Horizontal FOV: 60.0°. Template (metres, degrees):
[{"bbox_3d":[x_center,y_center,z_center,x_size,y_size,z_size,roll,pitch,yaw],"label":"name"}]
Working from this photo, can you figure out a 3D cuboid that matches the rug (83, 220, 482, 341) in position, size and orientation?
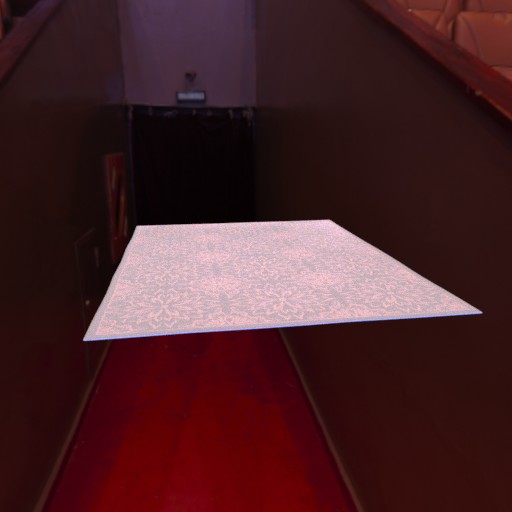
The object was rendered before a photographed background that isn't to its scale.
[{"bbox_3d":[0.000,0.000,3.976,2.363,0.012,2.980,-3,16,-9],"label":"rug"}]
